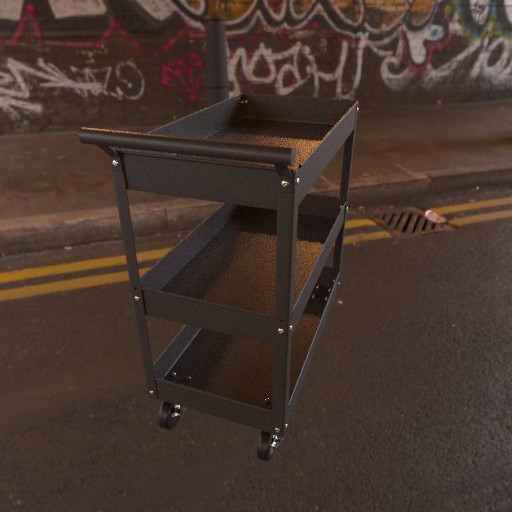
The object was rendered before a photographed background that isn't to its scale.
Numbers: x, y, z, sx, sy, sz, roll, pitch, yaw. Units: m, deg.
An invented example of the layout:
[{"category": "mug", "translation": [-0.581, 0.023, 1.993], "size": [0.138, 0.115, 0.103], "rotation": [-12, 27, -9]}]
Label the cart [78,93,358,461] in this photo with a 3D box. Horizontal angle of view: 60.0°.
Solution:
[{"category": "cart", "translation": [0.000, 0.000, 1.156], "size": [0.366, 0.780, 0.719], "rotation": [10, 30, 17]}]
